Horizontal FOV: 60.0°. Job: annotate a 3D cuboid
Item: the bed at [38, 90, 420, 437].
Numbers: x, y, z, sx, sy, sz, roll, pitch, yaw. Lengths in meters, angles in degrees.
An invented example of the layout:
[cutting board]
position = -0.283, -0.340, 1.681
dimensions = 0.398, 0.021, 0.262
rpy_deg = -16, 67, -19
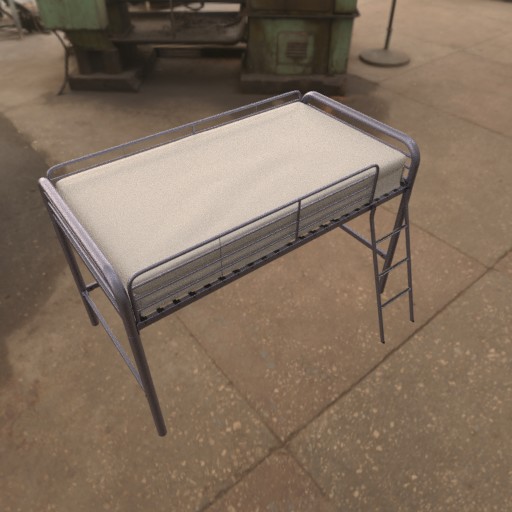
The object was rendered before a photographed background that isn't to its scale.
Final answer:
[bed]
position = 0.000, 0.000, 2.833
dimensions = 1.965, 1.288, 1.415
rpy_deg = -27, 49, -26
